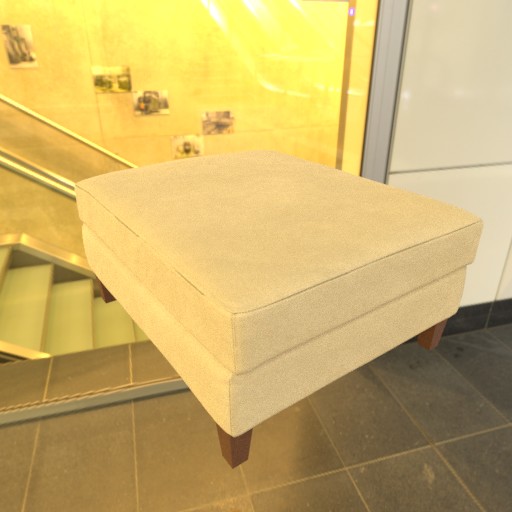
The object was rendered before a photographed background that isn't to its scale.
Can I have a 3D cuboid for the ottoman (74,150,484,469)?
[{"bbox_3d":[0.000,0.000,1.413,0.836,0.492,1.002,-18,31,-31],"label":"ottoman"}]
